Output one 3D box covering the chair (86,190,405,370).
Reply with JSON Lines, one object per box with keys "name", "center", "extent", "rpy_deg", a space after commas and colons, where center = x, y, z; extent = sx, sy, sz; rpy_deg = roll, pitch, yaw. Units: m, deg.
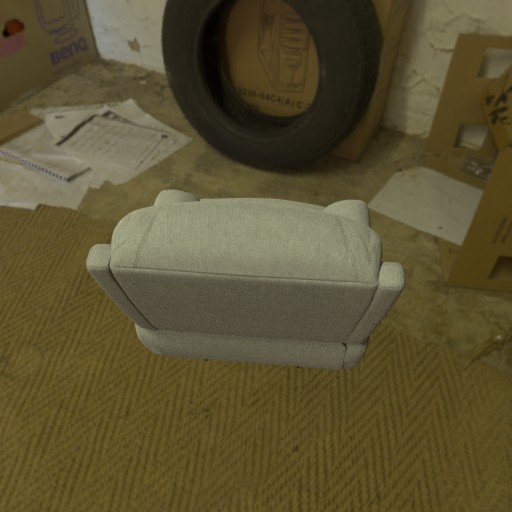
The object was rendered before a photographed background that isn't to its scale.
{"name": "chair", "center": [0.000, 0.000, 1.768], "extent": [0.930, 1.011, 0.899], "rpy_deg": [4, 47, 3]}
